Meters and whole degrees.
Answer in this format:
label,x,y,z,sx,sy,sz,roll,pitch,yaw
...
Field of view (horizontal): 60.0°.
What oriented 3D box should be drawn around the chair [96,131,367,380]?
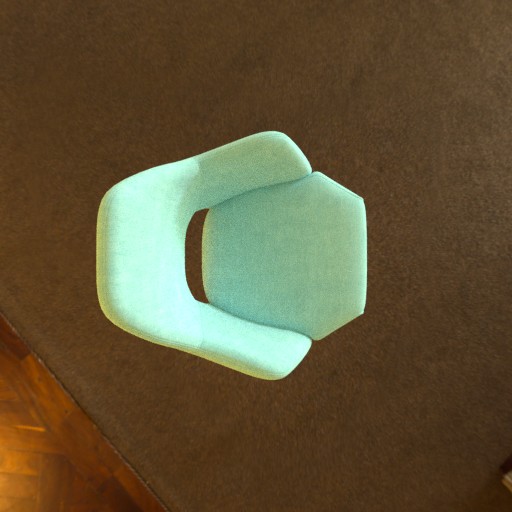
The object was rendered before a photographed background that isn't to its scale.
label,x,y,z,sx,sy,sz,roll,pitch,yaw
chair,0.000,0.000,1.259,0.610,0.840,0.590,0,90,1
